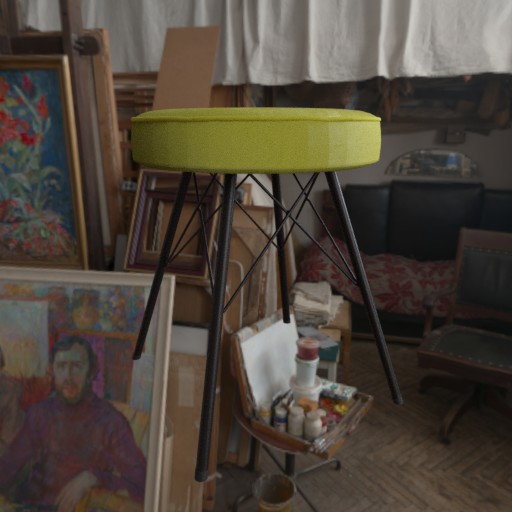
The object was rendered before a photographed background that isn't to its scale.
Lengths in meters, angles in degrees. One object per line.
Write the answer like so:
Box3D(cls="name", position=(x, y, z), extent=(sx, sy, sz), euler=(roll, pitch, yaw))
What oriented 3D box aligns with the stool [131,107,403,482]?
Box3D(cls="stool", position=(0.000, 0.000, 0.810), extent=(0.409, 0.508, 0.409), euler=(-9, 19, -27))
